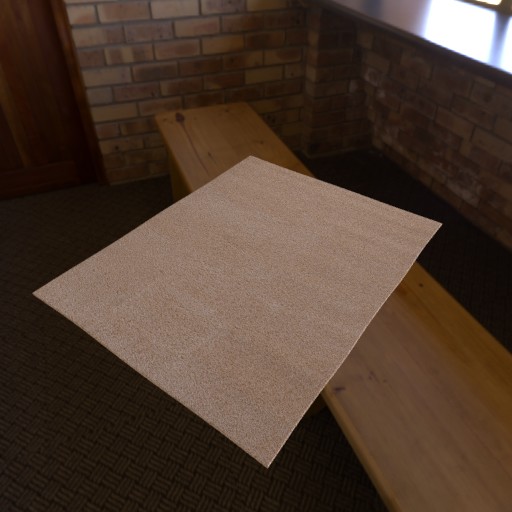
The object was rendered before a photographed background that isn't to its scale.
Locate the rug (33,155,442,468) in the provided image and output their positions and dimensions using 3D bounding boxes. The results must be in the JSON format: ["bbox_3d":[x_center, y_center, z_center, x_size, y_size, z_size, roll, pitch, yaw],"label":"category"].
[{"bbox_3d":[0.000,0.000,4.060,2.400,0.025,3.000,26,47,27],"label":"rug"}]
